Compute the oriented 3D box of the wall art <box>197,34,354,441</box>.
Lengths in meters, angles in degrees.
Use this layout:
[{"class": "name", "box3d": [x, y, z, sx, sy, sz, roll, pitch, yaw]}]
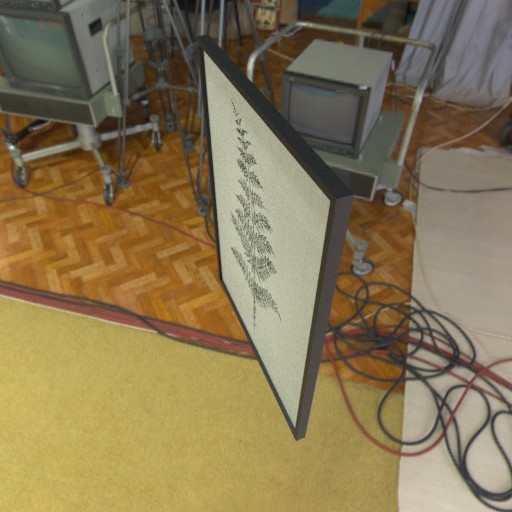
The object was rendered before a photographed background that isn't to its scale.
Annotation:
[{"class": "wall art", "box3d": [0.000, 0.000, 1.410, 0.036, 1.070, 0.802, -17, 49, -16]}]
